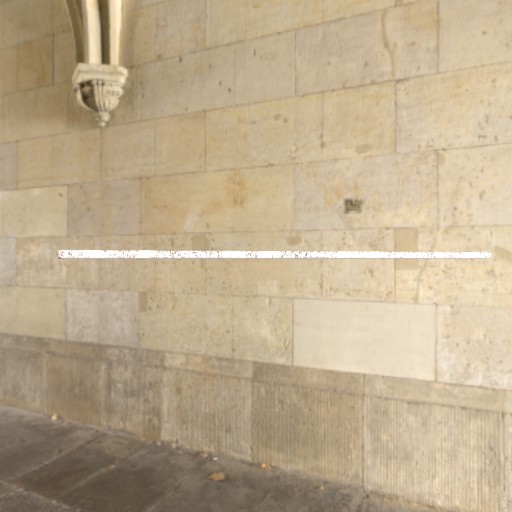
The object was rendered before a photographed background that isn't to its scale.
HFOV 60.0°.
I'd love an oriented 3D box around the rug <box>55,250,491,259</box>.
[{"bbox_3d":[0.000,0.000,2.089,1.600,0.025,1.200,0,0,-18],"label":"rug"}]
